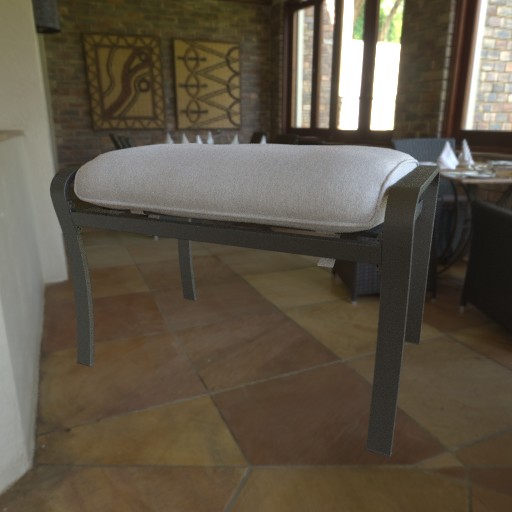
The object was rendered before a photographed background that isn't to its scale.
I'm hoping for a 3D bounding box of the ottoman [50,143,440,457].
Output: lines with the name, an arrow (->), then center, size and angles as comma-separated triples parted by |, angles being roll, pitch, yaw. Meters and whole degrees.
ottoman -> 0.000, 0.000, 0.865 | 0.610, 0.422, 0.406 | 8, 18, 24
